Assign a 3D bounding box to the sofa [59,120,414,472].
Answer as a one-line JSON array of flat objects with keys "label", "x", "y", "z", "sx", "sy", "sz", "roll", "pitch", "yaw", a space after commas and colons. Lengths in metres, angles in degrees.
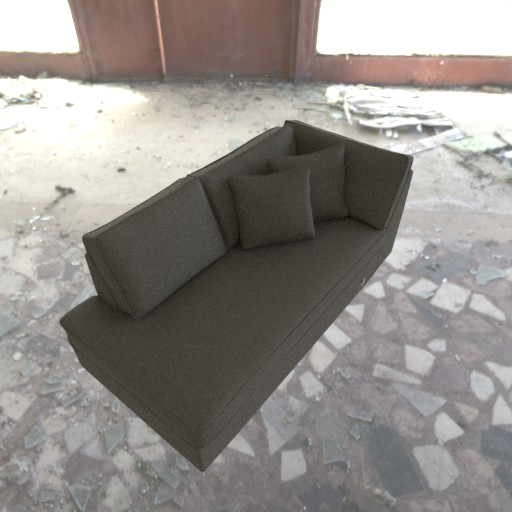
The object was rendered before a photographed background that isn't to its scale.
[{"label": "sofa", "x": 0.000, "y": 0.000, "z": 2.861, "sx": 1.110, "sy": 1.033, "sz": 2.237, "roll": 28, "pitch": 49, "yaw": 28}]
